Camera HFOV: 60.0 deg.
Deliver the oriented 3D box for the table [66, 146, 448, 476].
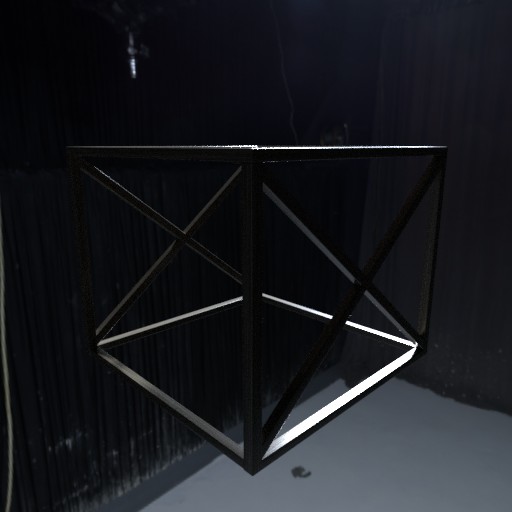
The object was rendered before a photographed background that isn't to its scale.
[{"bbox_3d":[0.000,0.000,1.060,0.611,0.507,0.609,-13,19,-43],"label":"table"}]
